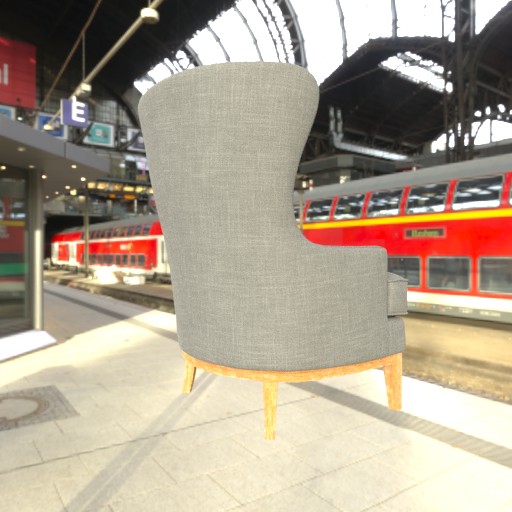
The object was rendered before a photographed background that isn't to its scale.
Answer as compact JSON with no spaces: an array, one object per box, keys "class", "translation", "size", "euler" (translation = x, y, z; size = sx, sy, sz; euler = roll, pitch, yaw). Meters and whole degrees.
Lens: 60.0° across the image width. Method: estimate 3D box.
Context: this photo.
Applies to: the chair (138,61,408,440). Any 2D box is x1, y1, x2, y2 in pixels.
[{"class":"chair","translation":[0.000,0.000,1.765],"size":[0.883,1.176,0.864],"euler":[-1,1,-37]}]
